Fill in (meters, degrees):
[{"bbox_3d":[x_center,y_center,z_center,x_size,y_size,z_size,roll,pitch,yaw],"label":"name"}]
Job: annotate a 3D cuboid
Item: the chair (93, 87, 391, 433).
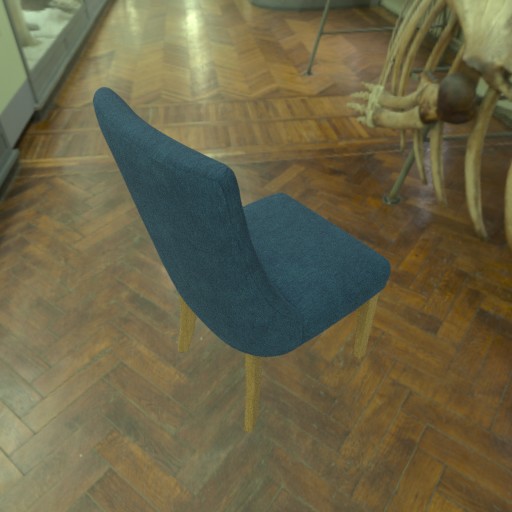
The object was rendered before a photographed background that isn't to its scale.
[{"bbox_3d":[0.000,0.000,1.210,0.609,0.902,0.495,-27,47,-28],"label":"chair"}]
